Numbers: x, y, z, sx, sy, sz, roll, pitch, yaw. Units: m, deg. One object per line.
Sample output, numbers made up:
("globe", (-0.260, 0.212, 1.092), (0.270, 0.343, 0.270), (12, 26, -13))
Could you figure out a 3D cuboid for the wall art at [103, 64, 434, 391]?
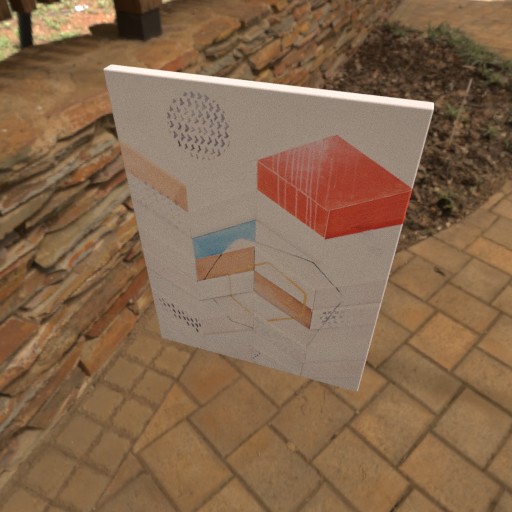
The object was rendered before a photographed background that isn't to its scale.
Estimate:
("wall art", (0.000, 0.000, 1.318), (0.759, 1.014, 0.045), (12, 42, 14))
